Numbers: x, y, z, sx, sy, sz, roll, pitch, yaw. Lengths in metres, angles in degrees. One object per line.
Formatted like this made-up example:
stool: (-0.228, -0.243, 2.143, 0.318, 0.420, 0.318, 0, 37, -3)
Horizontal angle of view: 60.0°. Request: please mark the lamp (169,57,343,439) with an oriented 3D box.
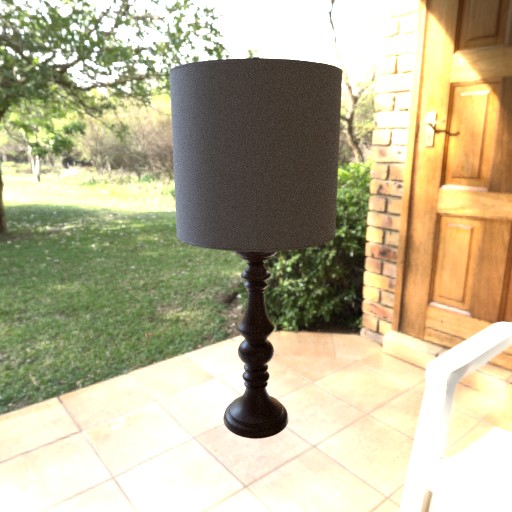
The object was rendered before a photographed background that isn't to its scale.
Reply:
lamp: (0.000, 0.000, 0.719, 0.250, 0.597, 0.250, 14, 20, 43)
